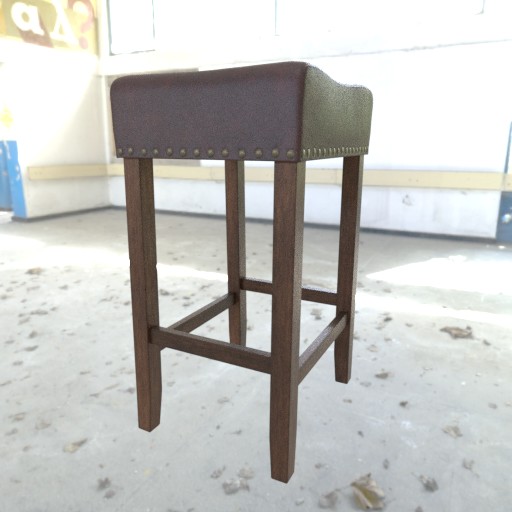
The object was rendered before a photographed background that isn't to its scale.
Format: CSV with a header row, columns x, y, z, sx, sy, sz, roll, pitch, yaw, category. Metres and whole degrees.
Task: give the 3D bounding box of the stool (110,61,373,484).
x,y,z,sx,sy,sz,roll,pitch,yaw,category
0.000,0.000,1.039,0.401,0.769,0.465,7,16,26,stool
